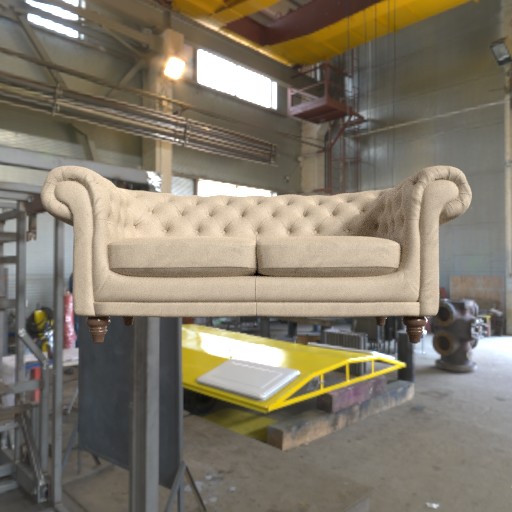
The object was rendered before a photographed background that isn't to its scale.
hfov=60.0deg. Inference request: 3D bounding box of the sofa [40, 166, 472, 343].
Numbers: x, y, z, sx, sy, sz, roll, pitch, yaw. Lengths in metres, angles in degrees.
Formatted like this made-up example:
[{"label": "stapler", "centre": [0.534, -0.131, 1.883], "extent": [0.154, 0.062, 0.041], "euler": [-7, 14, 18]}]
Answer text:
[{"label": "sofa", "centre": [0.000, 0.000, 2.509], "extent": [1.988, 0.835, 1.069], "euler": [0, -1, 0]}]
